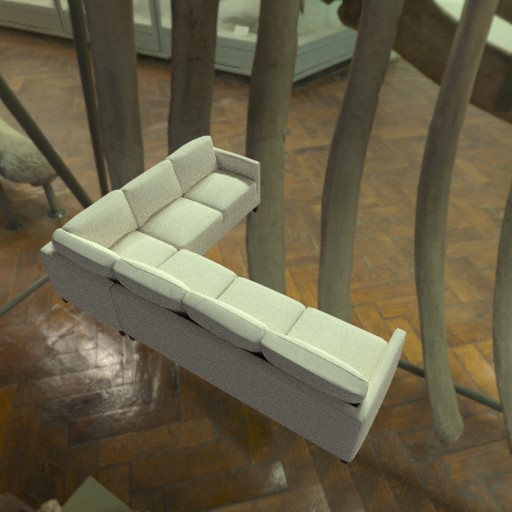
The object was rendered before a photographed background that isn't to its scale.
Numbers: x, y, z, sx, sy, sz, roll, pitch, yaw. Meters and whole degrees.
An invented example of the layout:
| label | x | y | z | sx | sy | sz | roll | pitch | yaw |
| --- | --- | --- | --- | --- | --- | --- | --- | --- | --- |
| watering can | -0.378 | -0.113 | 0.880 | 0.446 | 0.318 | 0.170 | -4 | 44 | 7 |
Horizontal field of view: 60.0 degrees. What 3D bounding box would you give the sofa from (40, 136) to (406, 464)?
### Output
| label | x | y | z | sx | sy | sz | roll | pitch | yaw |
| --- | --- | --- | --- | --- | --- | --- | --- | --- | --- |
| sofa | 0.000 | 0.000 | 4.500 | 3.302 | 0.947 | 2.593 | 23 | 46 | 23 |
